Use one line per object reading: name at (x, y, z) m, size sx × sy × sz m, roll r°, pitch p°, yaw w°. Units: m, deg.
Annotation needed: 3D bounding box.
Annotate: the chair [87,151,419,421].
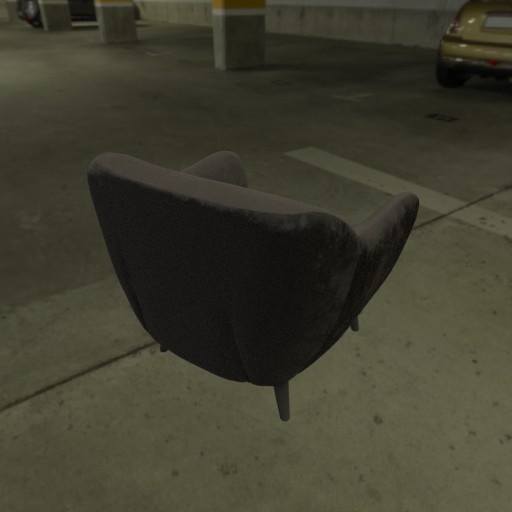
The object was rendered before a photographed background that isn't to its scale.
chair at (0.000, 0.000, 1.525) m, size 0.840 × 0.807 × 0.819 m, roll 20°, pitch 36°, yaw 30°
